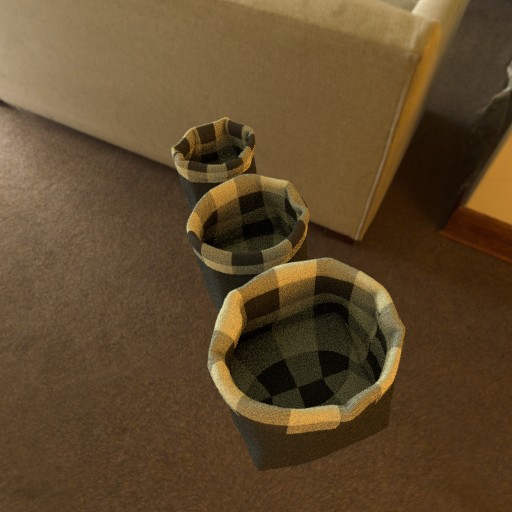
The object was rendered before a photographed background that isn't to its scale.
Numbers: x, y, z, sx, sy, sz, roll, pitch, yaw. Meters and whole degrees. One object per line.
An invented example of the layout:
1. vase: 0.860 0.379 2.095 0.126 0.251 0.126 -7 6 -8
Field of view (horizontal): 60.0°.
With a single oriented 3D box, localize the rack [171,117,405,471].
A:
1. rack: 0.000 0.000 1.056 0.370 0.329 0.889 -17 60 -10
